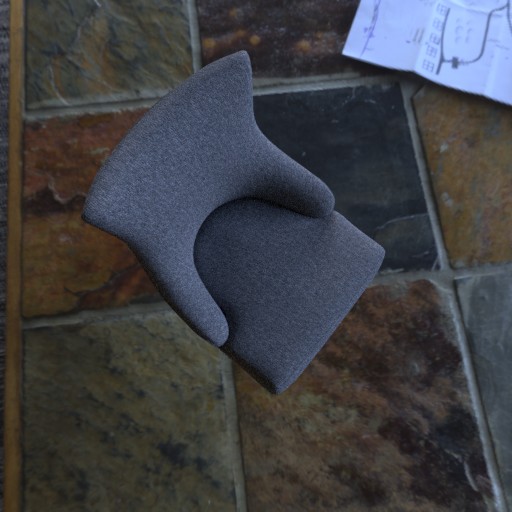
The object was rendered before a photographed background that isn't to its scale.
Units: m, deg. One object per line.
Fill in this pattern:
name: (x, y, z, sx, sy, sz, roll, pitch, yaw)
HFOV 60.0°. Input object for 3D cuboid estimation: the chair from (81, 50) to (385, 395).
chair: (0.000, 0.000, 1.314, 0.629, 0.909, 0.566, 38, 78, 10)
